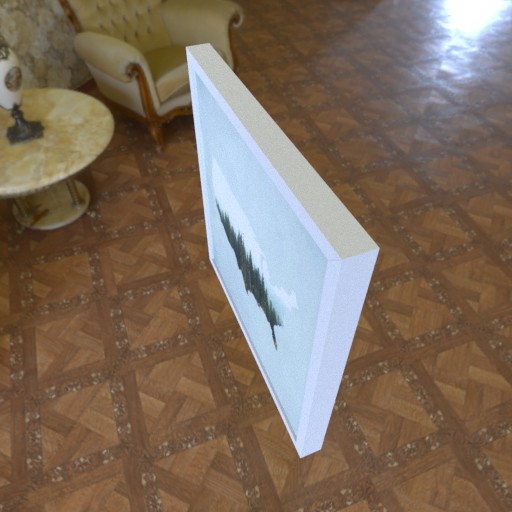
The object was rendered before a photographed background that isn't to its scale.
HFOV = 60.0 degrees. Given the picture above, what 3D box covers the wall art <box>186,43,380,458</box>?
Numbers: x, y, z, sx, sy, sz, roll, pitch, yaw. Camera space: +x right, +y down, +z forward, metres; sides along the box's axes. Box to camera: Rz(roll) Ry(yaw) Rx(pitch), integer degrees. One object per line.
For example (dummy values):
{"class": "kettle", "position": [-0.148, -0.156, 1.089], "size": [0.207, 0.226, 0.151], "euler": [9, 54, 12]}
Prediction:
{"class": "wall art", "position": [0.000, 0.000, 0.449], "size": [0.024, 0.304, 0.304], "euler": [-17, 49, -15]}
